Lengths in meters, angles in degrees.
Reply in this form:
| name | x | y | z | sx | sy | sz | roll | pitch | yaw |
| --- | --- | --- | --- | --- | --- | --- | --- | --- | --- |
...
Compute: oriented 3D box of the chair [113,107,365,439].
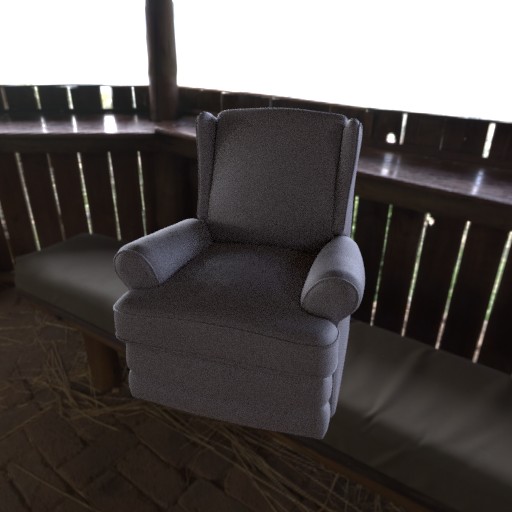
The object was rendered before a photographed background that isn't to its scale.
| name | x | y | z | sx | sy | sz | roll | pitch | yaw |
| --- | --- | --- | --- | --- | --- | --- | --- | --- | --- |
| chair | 0.000 | 0.000 | 1.733 | 0.847 | 1.011 | 0.969 | 7 | 27 | 15 |
